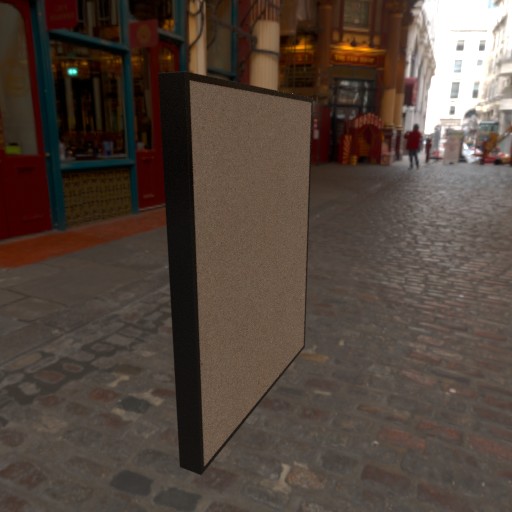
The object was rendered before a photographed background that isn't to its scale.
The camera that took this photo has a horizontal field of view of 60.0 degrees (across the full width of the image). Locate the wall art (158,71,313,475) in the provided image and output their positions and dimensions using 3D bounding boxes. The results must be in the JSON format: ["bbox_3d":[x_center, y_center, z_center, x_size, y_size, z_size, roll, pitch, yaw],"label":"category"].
[{"bbox_3d":[0.000,0.000,0.778,0.038,0.551,0.448,7,17,25],"label":"wall art"}]
